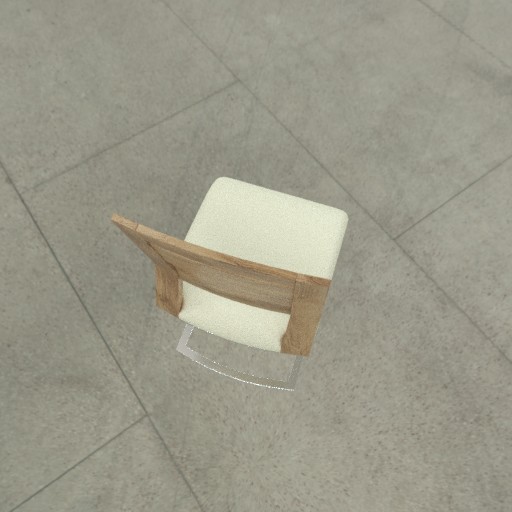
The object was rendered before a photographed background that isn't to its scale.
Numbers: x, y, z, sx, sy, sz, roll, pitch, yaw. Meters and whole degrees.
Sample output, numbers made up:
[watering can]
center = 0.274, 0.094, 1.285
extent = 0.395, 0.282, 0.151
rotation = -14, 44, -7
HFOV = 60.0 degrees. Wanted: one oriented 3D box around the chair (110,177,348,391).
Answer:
[chair]
center = 0.000, 0.000, 1.291
extent = 0.457, 0.955, 0.561
rotation = 17, 66, 8
